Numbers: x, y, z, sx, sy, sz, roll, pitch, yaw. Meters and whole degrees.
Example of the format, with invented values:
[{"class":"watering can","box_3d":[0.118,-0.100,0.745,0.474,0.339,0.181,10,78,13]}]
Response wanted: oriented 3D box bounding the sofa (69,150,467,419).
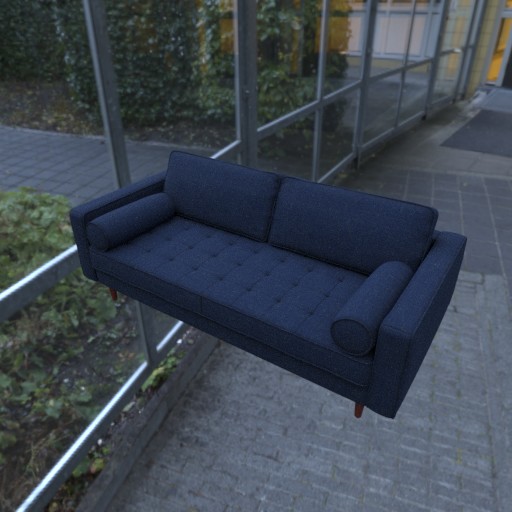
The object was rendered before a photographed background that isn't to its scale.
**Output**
[{"class":"sofa","box_3d":[0.000,0.000,2.356,1.880,0.762,0.914,19,35,28]}]
